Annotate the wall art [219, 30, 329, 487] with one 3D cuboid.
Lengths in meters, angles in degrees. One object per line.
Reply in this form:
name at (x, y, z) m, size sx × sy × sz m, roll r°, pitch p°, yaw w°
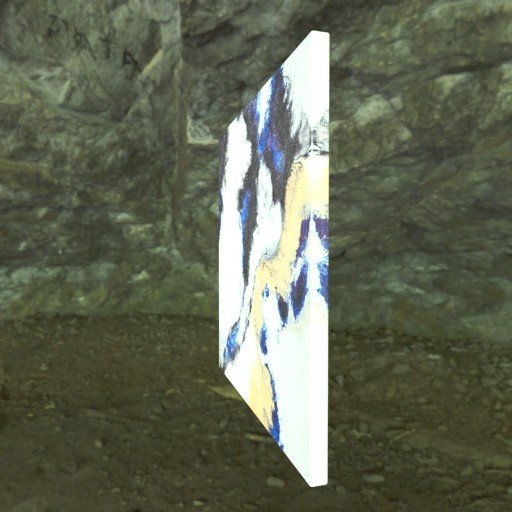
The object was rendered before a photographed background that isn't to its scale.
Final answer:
wall art at (0.000, 0.000, 1.286) m, size 0.038 × 0.885 × 0.887 m, roll 0°, pitch 2°, yaw -16°
